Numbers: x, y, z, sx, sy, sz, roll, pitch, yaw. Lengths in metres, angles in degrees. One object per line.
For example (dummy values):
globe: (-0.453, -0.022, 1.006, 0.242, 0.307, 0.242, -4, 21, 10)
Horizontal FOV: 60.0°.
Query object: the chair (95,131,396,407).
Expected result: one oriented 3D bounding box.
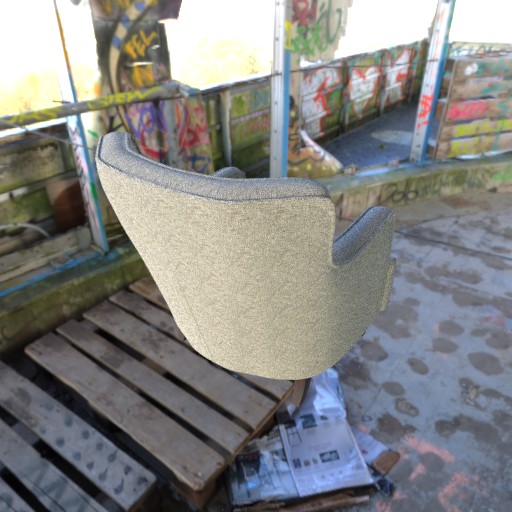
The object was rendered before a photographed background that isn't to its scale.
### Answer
chair: (0.000, 0.000, 1.666, 0.820, 0.920, 0.910, 21, 37, 31)
